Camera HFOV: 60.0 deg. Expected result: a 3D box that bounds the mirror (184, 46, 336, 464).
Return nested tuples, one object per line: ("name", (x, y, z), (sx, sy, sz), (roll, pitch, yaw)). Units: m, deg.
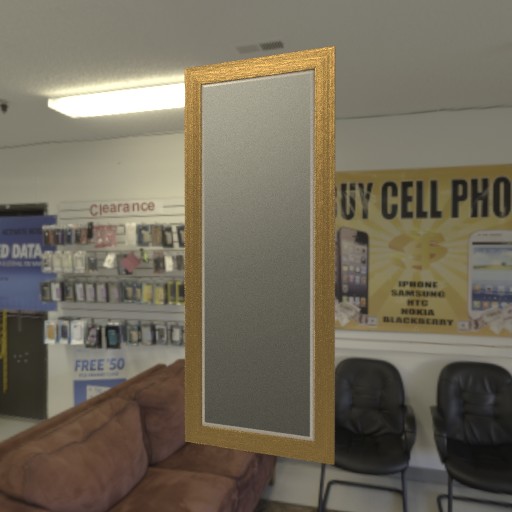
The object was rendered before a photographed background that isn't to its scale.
("mirror", (0.000, 0.000, 2.294), (0.812, 2.031, 0.025), (0, 1, 19))
